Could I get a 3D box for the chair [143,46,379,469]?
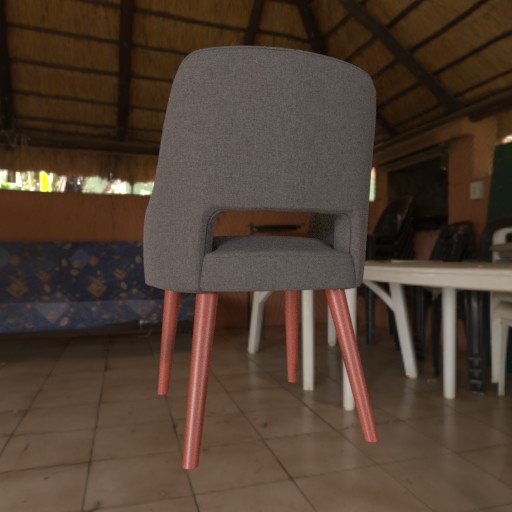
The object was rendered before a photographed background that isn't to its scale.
[{"bbox_3d":[0.000,0.000,1.156,0.559,0.838,0.560,0,0,-18],"label":"chair"}]
